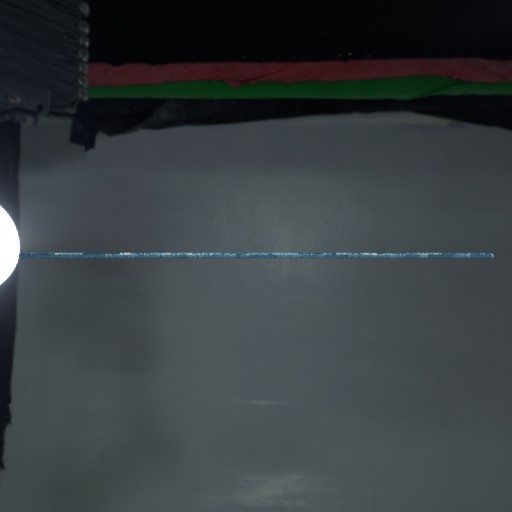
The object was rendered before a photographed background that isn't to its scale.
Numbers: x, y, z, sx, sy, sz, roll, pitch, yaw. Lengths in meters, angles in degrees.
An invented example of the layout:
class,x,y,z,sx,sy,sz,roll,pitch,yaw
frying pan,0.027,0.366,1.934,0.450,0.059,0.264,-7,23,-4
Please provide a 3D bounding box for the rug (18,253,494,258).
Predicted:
class,x,y,z,sx,sy,sz,roll,pitch,yaw
rug,0.000,0.000,3.020,2.450,0.027,1.540,0,0,-1
